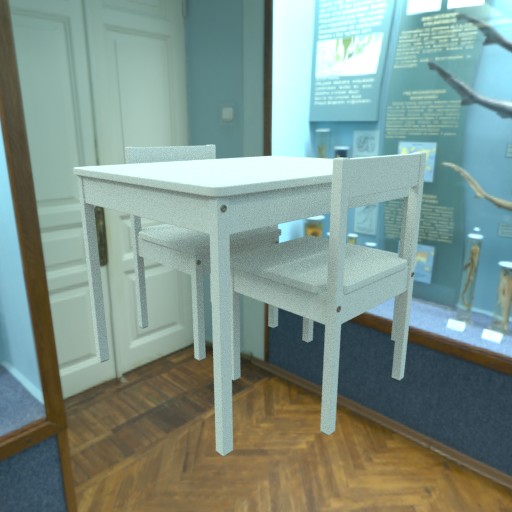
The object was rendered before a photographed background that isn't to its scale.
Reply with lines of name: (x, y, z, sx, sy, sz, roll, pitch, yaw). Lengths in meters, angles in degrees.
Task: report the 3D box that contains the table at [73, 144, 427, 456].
table: (0.000, 0.000, 1.074, 0.650, 0.503, 0.672, -15, 22, -43)
